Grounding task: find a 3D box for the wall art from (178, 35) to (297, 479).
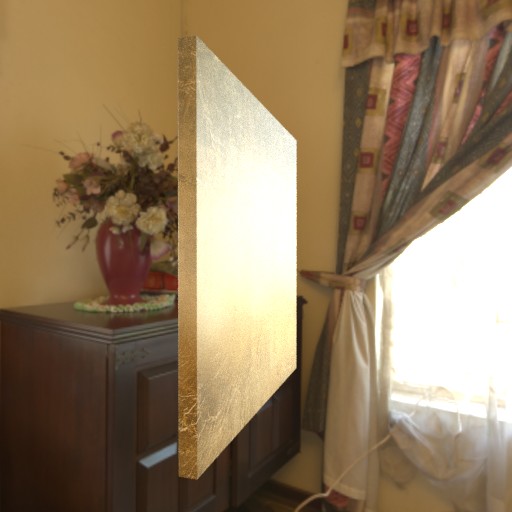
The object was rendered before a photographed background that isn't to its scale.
[{"bbox_3d":[0.000,0.000,1.614,0.051,1.091,1.092,0,1,18],"label":"wall art"}]
